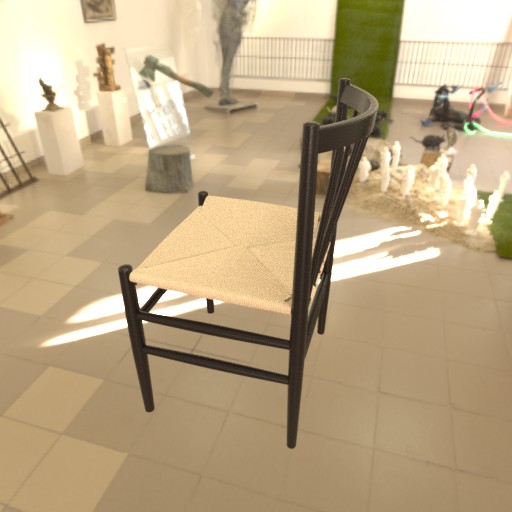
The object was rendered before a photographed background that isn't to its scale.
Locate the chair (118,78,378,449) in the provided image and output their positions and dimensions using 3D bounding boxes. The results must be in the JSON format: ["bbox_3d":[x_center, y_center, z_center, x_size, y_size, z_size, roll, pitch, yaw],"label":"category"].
[{"bbox_3d":[0.000,0.000,1.158,0.516,0.818,0.495,9,32,14],"label":"chair"}]
